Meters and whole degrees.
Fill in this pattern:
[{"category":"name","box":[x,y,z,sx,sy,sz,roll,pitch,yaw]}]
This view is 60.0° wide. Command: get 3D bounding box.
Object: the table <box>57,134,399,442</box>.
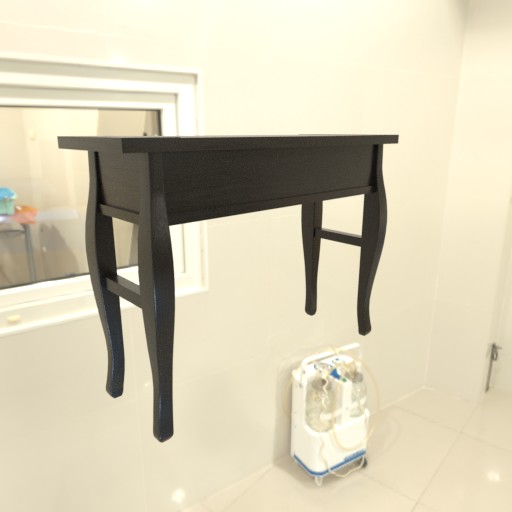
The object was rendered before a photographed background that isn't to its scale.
[{"category":"table","box":[0.000,0.000,1.462,1.062,0.768,0.373,-14,21,-41]}]
